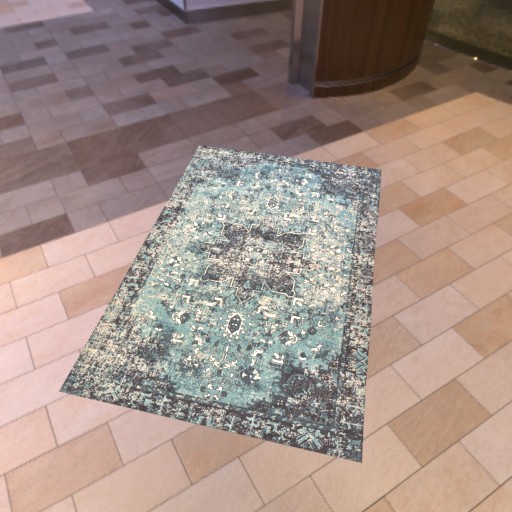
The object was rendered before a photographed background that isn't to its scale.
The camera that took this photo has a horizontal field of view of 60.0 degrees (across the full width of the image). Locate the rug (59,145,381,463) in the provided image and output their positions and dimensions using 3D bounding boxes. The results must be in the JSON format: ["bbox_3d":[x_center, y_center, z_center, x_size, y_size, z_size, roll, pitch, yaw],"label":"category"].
[{"bbox_3d":[0.000,0.000,2.314,1.219,0.005,1.828,10,48,9],"label":"rug"}]
